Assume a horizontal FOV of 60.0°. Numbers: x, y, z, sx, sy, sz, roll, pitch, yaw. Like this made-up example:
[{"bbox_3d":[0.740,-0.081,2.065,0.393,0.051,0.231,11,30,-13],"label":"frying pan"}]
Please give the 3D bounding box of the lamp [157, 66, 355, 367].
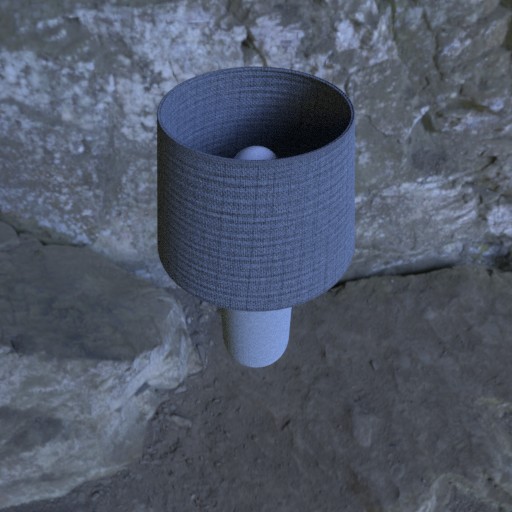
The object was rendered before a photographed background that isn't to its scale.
[{"bbox_3d":[0.000,0.000,0.600,0.251,0.429,0.251,0,45,0],"label":"lamp"}]
